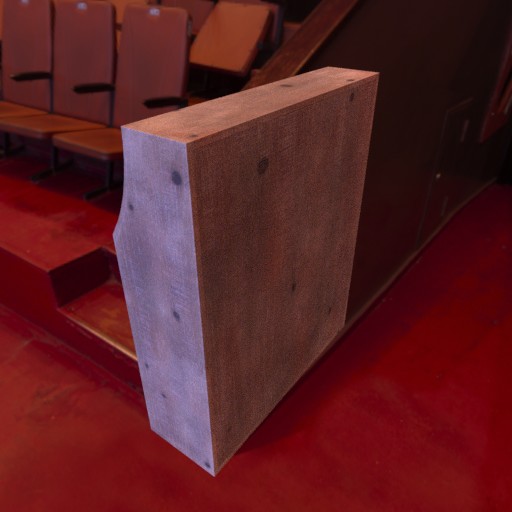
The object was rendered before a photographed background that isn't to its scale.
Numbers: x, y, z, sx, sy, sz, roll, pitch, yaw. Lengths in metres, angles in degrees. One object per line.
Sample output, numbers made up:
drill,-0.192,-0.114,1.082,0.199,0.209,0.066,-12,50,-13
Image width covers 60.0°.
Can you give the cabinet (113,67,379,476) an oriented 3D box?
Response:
cabinet,0.000,0.000,0.824,0.184,0.590,0.489,22,38,30
